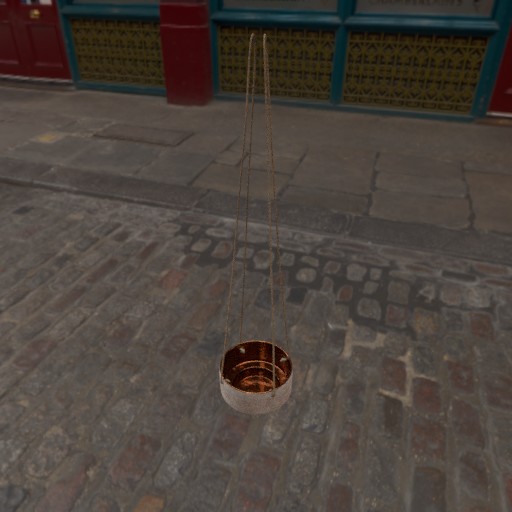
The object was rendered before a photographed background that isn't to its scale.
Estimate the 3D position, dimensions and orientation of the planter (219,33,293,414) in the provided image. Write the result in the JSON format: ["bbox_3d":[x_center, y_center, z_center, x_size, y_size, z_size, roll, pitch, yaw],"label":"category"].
[{"bbox_3d":[0.000,0.000,1.144,0.223,1.030,0.223,10,33,15],"label":"planter"}]
